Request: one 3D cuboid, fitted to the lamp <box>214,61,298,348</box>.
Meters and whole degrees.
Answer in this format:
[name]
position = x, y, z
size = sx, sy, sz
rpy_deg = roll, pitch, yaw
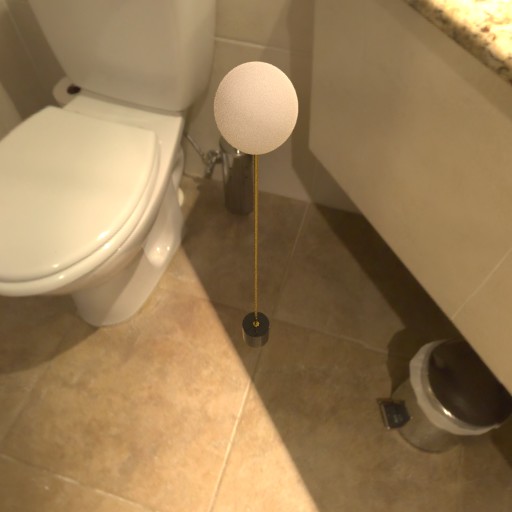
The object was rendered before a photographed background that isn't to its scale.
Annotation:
[lamp]
position = 0.000, 0.000, 1.845
size = 0.229, 1.748, 0.229
rpy_deg = -17, 59, -10
